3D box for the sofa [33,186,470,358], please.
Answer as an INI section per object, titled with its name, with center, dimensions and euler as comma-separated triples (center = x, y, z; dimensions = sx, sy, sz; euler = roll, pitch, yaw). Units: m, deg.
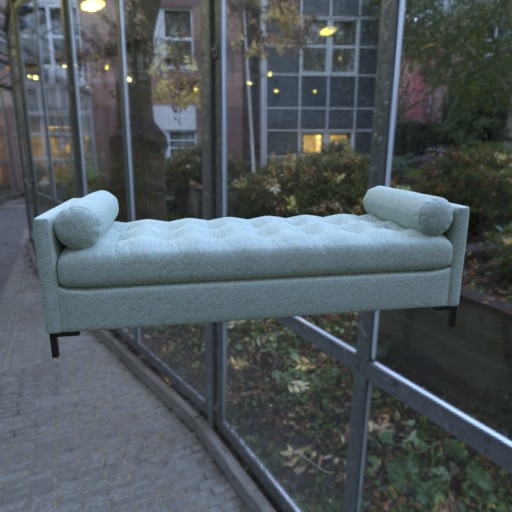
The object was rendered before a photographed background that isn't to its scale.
[sofa]
center = 0.000, 0.000, 2.493
dimensions = 2.102, 0.705, 0.796
euler = -3, 14, -10
